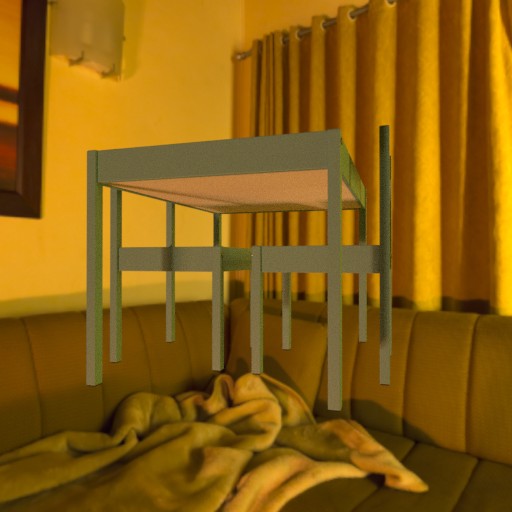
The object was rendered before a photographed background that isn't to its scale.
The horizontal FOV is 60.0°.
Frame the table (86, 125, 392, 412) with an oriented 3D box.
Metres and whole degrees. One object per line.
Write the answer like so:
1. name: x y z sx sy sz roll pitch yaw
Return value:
1. table: 0.000 0.000 1.083 0.633 0.503 0.639 0 0 18
